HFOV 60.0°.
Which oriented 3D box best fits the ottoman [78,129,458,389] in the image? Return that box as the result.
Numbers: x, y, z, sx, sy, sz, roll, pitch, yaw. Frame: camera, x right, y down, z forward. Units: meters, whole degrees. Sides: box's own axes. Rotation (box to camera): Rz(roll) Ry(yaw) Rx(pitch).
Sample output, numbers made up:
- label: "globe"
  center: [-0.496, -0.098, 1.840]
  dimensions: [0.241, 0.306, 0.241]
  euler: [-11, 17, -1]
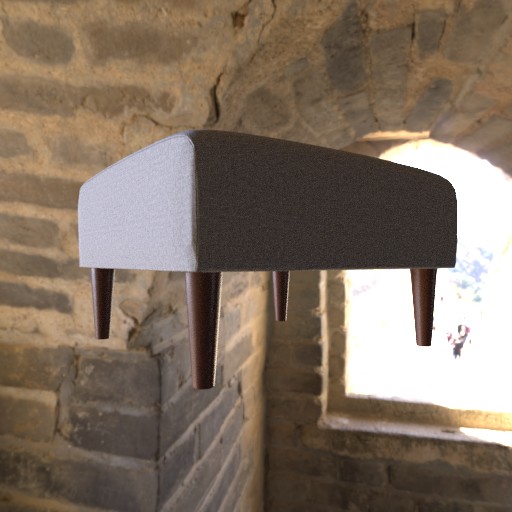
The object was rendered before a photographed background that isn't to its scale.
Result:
- label: "ottoman"
  center: [0.000, 0.000, 1.029]
  dimensions: [0.655, 0.399, 0.648]
  euler: [0, -1, -35]
